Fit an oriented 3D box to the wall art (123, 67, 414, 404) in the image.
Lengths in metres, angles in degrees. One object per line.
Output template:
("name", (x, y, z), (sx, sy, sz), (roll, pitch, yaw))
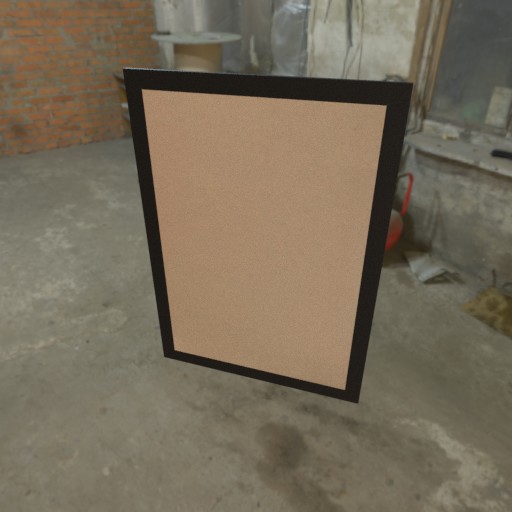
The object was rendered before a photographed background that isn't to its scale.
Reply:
("wall art", (0.000, 0.000, 0.693), (0.379, 0.530, 0.008), (9, 32, 15))
